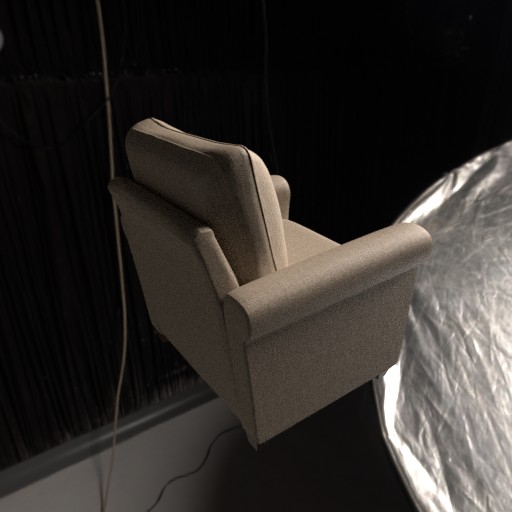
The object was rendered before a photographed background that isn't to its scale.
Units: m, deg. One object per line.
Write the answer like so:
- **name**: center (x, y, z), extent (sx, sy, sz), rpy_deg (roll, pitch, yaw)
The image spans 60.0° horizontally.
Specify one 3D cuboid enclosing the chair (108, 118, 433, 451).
- **chair**: center (0.000, 0.000, 2.312), extent (1.180, 1.349, 1.275), rpy_deg (-17, 30, -32)
